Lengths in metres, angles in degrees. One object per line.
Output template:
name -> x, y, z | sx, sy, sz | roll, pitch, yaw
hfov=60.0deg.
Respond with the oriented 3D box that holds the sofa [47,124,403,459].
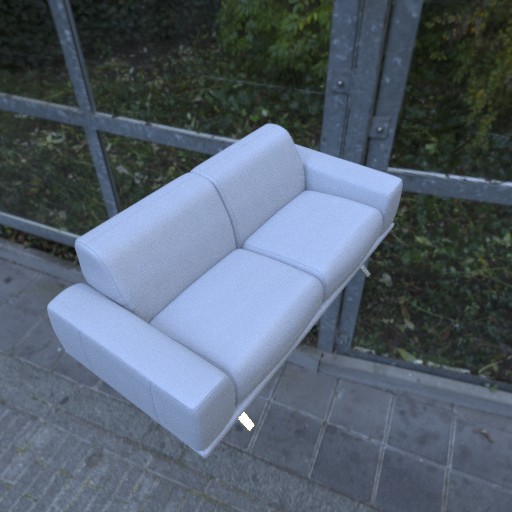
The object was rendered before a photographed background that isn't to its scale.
sofa -> 0.000, 0.000, 2.371 | 0.900, 0.772, 1.901 | 25, 47, 26
